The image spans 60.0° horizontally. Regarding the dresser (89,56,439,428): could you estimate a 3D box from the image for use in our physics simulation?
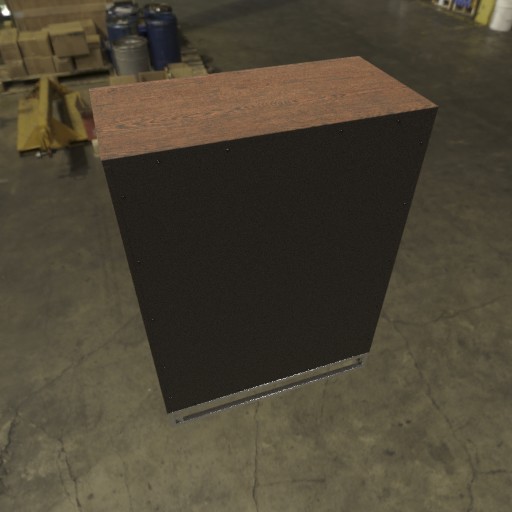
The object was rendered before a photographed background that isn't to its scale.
[{"bbox_3d":[0.000,0.000,1.802,0.965,1.321,0.508,-13,43,-14],"label":"dresser"}]
